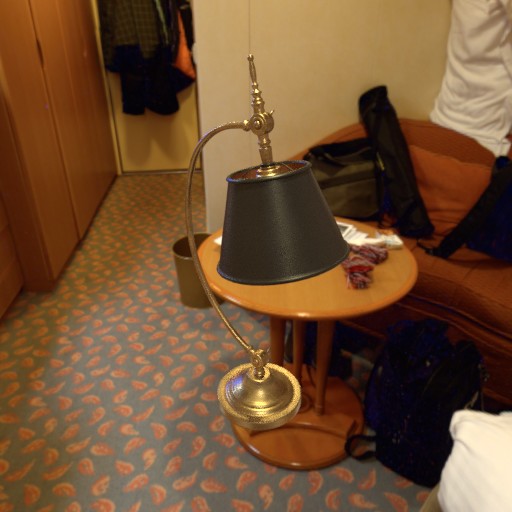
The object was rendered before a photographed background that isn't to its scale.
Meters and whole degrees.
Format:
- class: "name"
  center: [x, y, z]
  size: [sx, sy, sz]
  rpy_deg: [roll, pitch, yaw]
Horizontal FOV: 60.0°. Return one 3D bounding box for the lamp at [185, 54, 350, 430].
- class: "lamp"
  center: [0.000, 0.000, 0.815]
  size: [0.344, 0.675, 0.235]
  rpy_deg: [19, 33, 32]
